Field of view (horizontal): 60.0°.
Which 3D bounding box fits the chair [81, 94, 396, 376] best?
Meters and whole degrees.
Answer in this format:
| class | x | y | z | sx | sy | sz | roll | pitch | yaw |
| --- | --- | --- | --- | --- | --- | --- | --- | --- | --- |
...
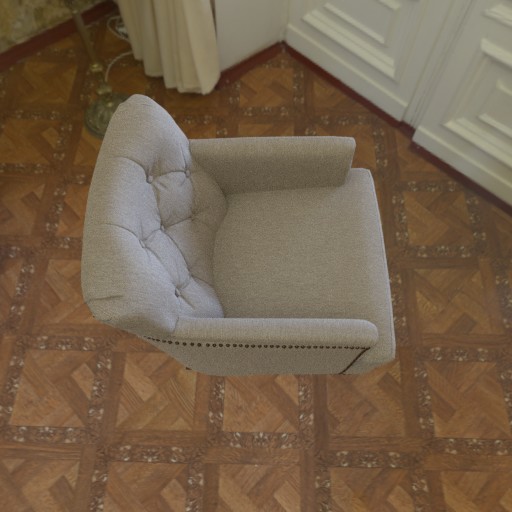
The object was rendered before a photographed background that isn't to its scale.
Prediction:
| class | x | y | z | sx | sy | sz | roll | pitch | yaw |
| --- | --- | --- | --- | --- | --- | --- | --- | --- | --- |
| chair | 0.000 | 0.000 | 1.534 | 0.902 | 0.823 | 0.737 | 0 | 65 | 0 |
